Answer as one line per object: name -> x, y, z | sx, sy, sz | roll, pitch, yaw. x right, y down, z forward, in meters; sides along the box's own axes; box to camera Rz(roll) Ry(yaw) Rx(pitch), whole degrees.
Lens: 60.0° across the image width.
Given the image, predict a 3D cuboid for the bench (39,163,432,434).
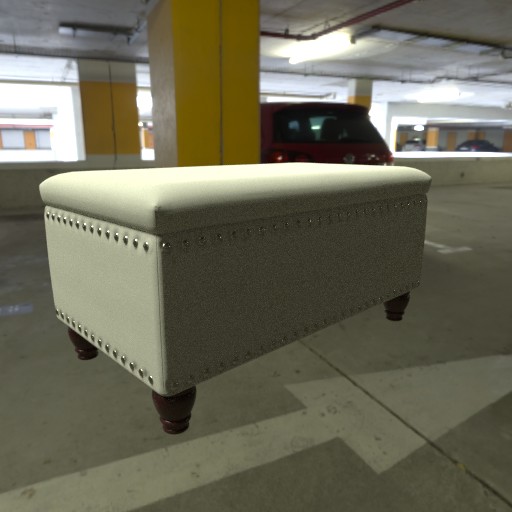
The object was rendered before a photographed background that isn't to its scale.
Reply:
bench -> 0.000, 0.000, 1.163 | 0.887, 0.449, 0.500 | -13, 19, -42
